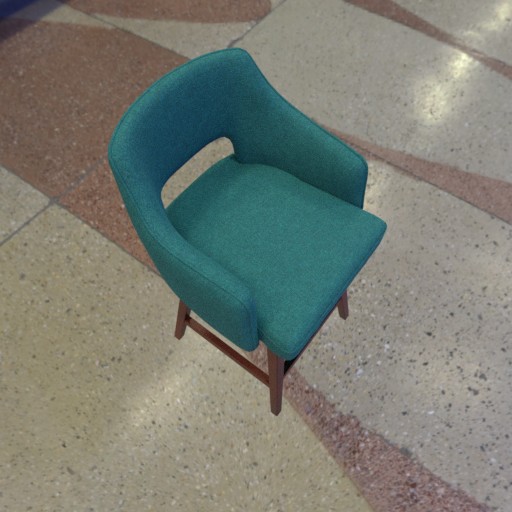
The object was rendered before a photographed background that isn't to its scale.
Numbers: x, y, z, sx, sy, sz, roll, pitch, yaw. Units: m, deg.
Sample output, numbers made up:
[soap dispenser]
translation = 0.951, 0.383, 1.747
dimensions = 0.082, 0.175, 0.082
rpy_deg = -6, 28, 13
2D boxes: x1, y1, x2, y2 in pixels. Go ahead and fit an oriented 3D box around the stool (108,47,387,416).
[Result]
[stool]
translation = 0.000, 0.000, 1.290
dimensions = 0.556, 0.961, 0.548
rpy_deg = 33, 64, 18
